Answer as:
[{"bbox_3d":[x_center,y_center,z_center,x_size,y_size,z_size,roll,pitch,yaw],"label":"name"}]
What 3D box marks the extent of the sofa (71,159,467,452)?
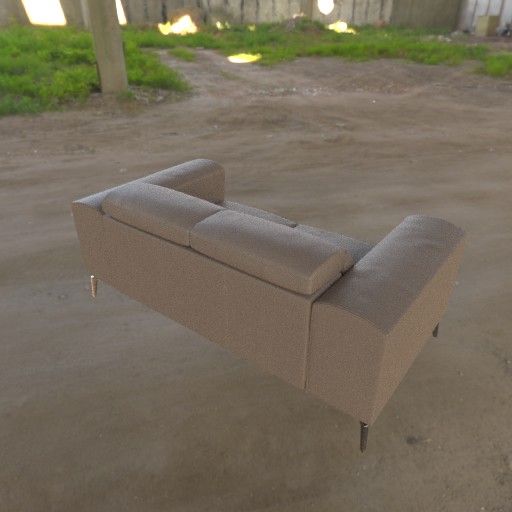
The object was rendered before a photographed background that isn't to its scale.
[{"bbox_3d":[0.000,0.000,2.434,1.895,0.779,1.003,21,36,32],"label":"sofa"}]
